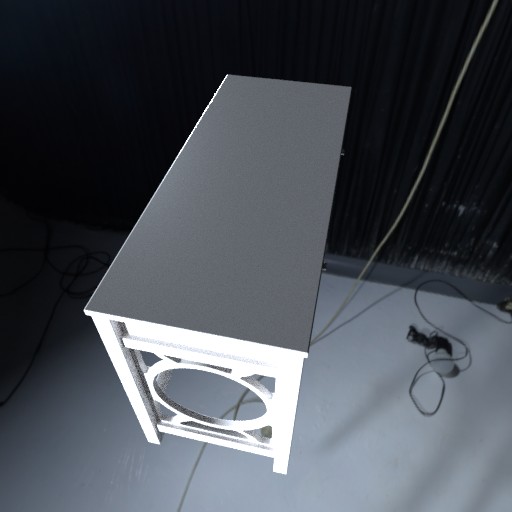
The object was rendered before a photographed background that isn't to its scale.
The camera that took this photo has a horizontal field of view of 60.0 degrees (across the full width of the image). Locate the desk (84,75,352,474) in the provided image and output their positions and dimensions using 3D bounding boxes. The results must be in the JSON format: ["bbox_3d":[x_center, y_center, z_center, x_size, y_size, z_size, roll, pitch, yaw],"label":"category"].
[{"bbox_3d":[0.000,0.000,1.604,0.504,0.762,1.191,9,47,9],"label":"desk"}]
